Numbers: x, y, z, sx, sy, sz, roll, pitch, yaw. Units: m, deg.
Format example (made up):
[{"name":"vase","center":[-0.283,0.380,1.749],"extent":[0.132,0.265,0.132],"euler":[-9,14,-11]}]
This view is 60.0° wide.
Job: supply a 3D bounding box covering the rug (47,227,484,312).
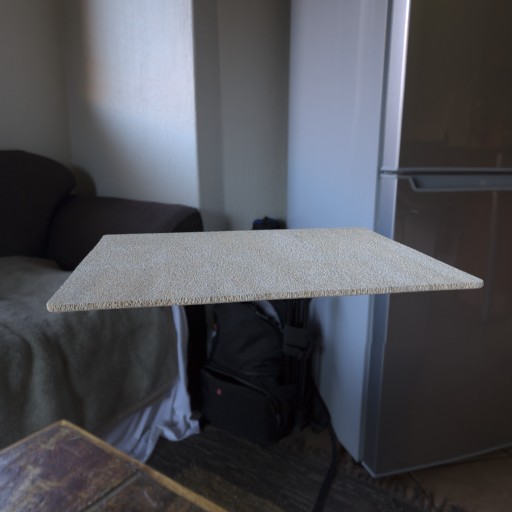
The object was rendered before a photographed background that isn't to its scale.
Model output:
[{"name":"rug","center":[0.000,0.000,2.144],"extent":[1.600,0.025,1.199],"euler":[-2,14,-9]}]
